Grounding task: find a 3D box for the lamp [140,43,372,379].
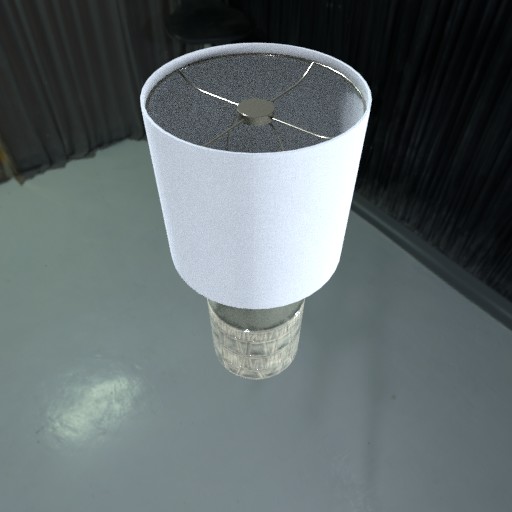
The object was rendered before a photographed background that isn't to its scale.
[{"bbox_3d":[0.000,0.000,0.577,0.211,0.455,0.211,-31,54,-25],"label":"lamp"}]
